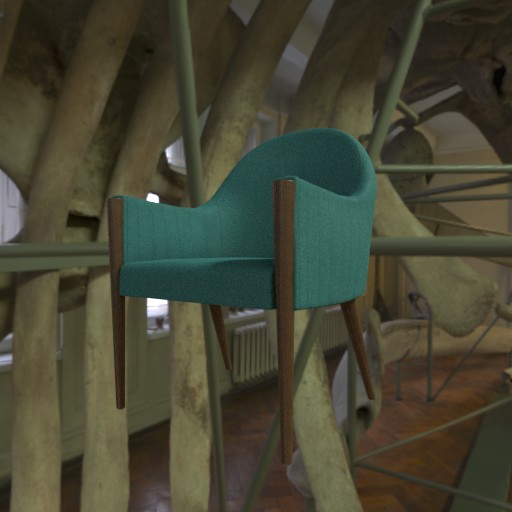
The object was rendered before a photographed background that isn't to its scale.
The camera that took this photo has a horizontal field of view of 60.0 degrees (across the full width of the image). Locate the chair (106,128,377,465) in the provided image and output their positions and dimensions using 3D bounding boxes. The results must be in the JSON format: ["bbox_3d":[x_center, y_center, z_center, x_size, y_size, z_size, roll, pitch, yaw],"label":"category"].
[{"bbox_3d":[0.000,0.000,1.374,0.656,0.907,0.652,1,1,36],"label":"chair"}]
